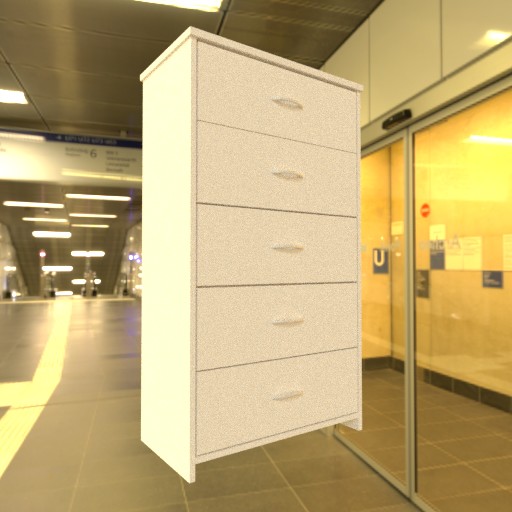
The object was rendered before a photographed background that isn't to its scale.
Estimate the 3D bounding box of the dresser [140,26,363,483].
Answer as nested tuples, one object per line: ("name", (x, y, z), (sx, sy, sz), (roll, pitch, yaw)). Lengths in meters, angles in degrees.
("dresser", (0.000, 0.000, 1.564), (0.704, 1.255, 0.399), (1, -2, -35))
